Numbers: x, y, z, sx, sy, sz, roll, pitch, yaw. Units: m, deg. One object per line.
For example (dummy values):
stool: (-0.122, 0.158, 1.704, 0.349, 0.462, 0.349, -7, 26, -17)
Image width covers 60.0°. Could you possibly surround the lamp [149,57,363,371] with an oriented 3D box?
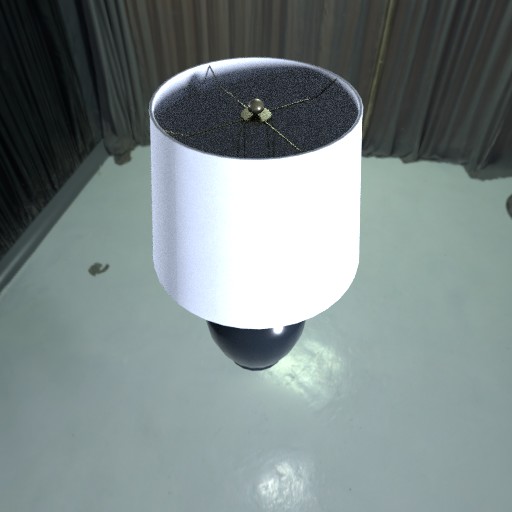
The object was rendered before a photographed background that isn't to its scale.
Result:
lamp: (0.000, 0.000, 0.537, 0.239, 0.399, 0.239, 0, 46, 0)
